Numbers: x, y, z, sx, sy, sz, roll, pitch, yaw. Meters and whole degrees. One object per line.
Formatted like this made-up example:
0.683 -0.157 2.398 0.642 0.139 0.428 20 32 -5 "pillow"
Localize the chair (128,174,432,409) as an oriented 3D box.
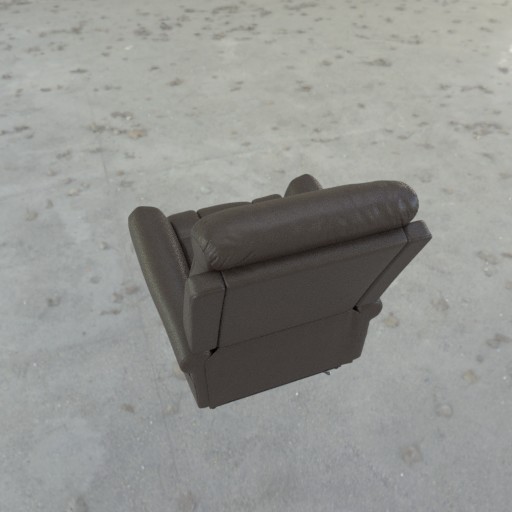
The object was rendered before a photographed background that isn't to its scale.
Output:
0.000 0.000 1.697 0.869 1.028 0.978 -14 43 -15 "chair"
